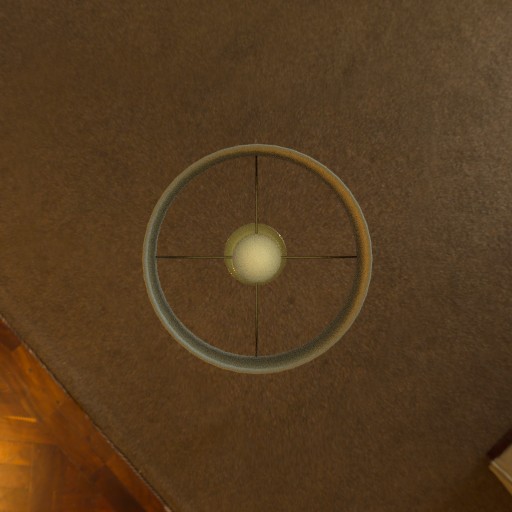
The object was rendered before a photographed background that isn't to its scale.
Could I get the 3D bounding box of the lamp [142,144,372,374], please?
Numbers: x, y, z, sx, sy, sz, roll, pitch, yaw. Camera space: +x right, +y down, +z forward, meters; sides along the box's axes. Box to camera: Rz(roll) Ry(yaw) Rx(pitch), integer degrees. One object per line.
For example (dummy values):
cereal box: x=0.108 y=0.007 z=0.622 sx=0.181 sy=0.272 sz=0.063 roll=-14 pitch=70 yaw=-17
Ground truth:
lamp: x=0.000 y=0.000 z=0.743 sx=0.309 sy=0.545 sz=0.309 roll=0 pitch=91 yaw=0
